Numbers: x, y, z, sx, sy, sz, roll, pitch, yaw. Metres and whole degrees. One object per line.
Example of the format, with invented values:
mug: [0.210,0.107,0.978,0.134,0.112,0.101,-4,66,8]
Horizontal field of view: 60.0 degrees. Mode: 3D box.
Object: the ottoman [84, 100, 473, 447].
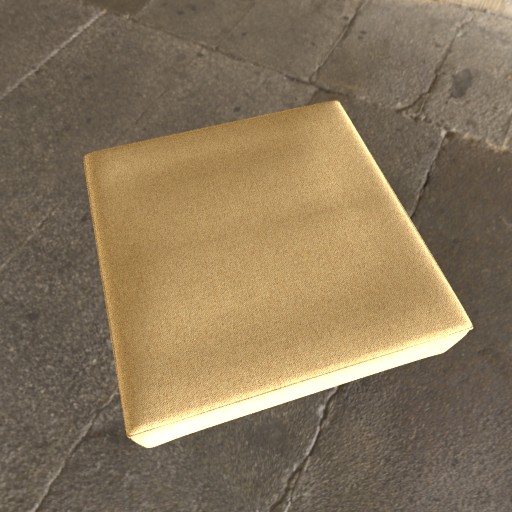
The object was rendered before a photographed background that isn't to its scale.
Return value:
ottoman: [0.000,0.000,1.510,0.970,0.378,0.981,-15,60,-9]
